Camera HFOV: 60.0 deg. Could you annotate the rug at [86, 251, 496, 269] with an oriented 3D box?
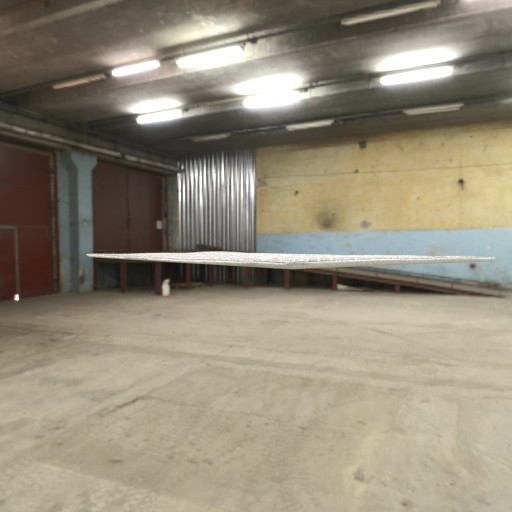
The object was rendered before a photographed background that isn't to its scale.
[{"bbox_3d":[0.000,0.000,2.996,1.537,0.036,2.447,-1,1,-37],"label":"rug"}]
